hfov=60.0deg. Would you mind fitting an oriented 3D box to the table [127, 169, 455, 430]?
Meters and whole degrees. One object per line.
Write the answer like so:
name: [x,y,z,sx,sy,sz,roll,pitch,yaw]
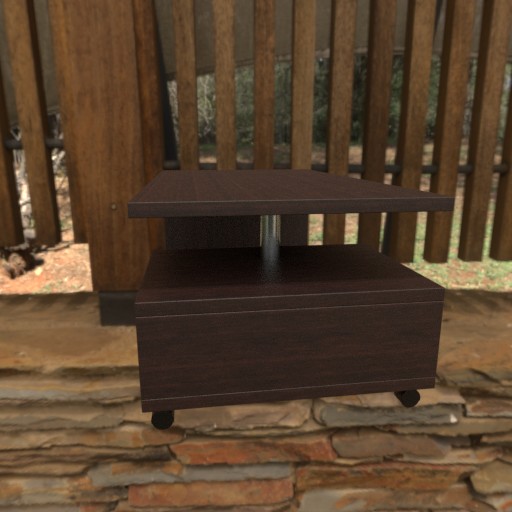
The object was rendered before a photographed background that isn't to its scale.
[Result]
table: [0.000,0.000,1.338,0.590,0.460,1.050,-2,14,-8]
